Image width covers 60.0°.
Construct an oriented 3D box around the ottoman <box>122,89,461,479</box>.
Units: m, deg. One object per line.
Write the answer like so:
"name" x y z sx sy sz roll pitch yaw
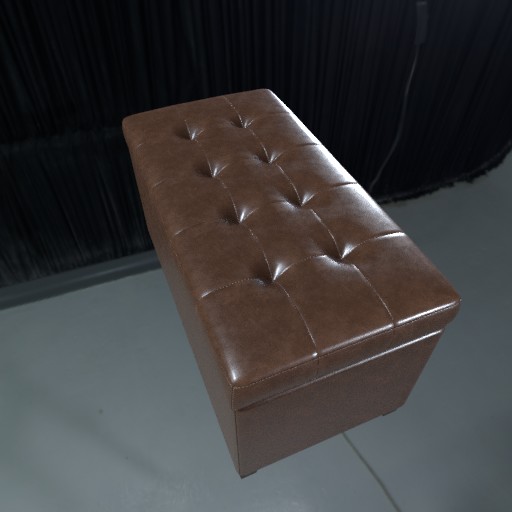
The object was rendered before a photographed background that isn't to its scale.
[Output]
"ottoman" 0.000 0.000 1.106 0.432 0.470 0.838 -17 49 -15
